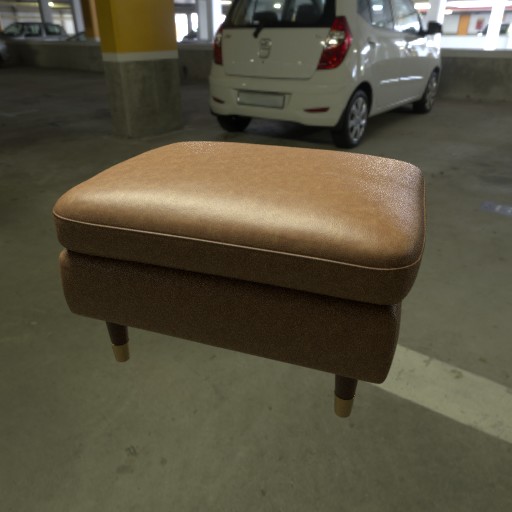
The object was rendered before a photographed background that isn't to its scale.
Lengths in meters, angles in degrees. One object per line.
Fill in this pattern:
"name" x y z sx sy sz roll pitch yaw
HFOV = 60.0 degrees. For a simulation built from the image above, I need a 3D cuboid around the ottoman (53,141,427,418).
"ottoman" 0.000 0.000 1.095 0.747 0.478 0.593 9 28 17
